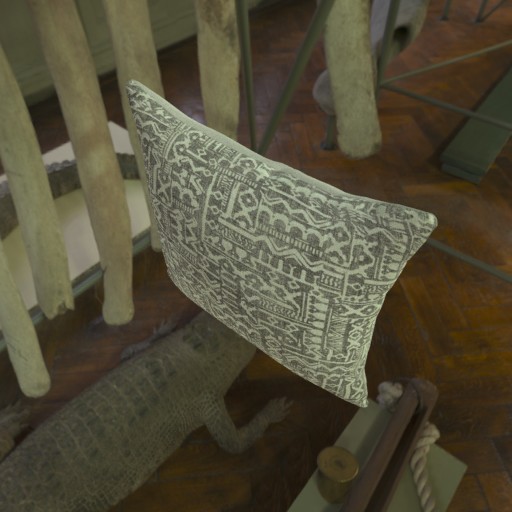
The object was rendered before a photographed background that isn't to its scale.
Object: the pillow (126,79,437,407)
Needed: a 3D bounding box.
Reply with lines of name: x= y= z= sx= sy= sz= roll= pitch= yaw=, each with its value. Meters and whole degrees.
pillow: x=0.000 y=0.000 z=0.785 sx=0.546 sy=0.487 sz=0.180 roll=31 pitch=55 yaw=25
